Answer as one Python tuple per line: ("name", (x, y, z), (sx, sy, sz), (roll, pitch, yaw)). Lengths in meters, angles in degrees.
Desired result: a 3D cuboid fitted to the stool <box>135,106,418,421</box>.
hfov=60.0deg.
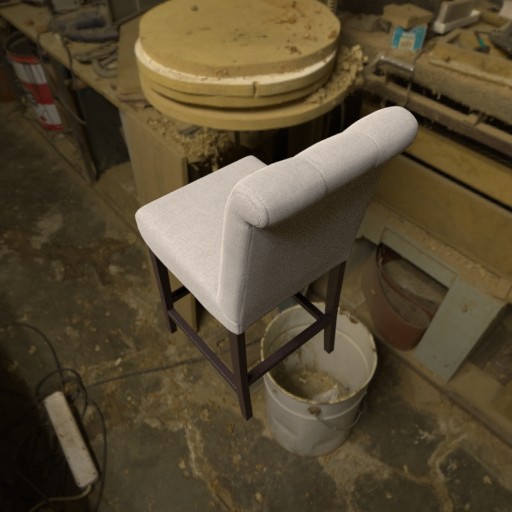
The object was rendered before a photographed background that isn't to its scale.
("stool", (0.000, 0.000, 1.374), (0.493, 1.040, 0.601), (-31, 54, -26))
